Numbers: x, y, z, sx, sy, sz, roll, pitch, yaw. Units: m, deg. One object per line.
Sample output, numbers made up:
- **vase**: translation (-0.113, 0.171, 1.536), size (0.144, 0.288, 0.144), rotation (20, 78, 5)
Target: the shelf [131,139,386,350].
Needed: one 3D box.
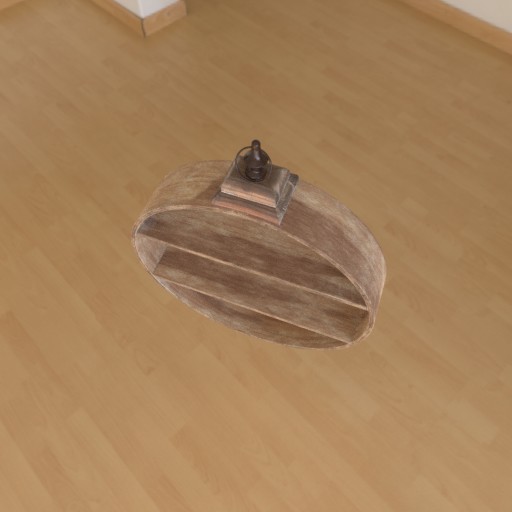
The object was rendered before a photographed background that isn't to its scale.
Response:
- **shelf**: translation (0.000, 0.000, 1.033), size (0.601, 0.725, 0.125), rotation (18, 61, 10)
